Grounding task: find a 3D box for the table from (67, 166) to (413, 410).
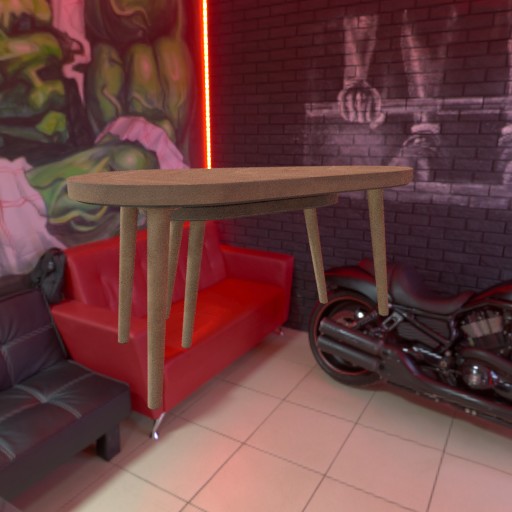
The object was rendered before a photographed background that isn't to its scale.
[{"bbox_3d":[0.000,0.000,1.566,1.190,0.595,0.701,-7,17,-26],"label":"table"}]
